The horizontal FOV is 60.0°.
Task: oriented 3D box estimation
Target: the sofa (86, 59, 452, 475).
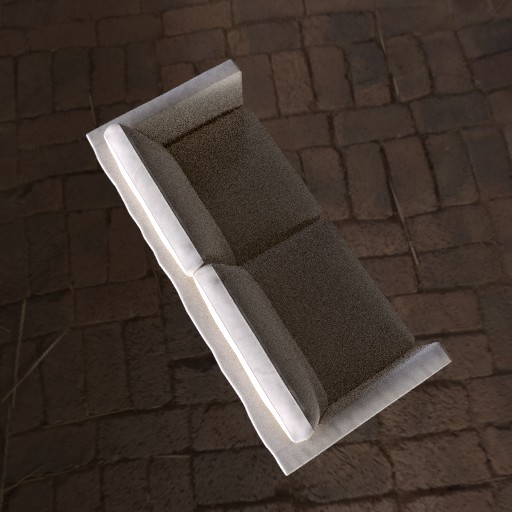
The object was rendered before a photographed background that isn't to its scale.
[{"bbox_3d":[0.000,0.000,2.471,0.940,0.870,1.987,-31,76,-9],"label":"sofa"}]
